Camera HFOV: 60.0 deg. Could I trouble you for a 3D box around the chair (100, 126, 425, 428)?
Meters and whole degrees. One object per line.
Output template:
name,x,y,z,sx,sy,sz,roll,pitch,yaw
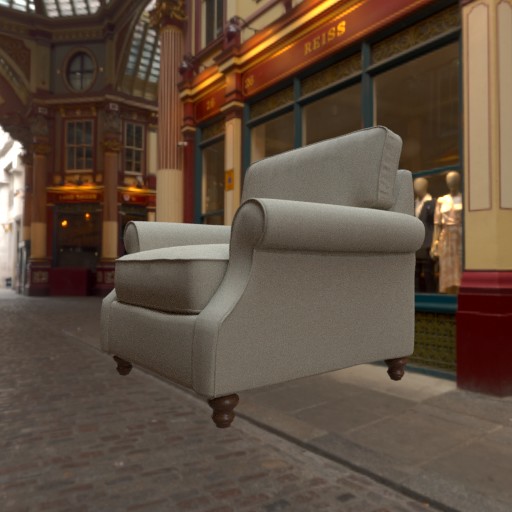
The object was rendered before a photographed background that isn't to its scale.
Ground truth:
chair,0.000,0.000,1.767,0.966,0.967,1.029,1,-1,-38
